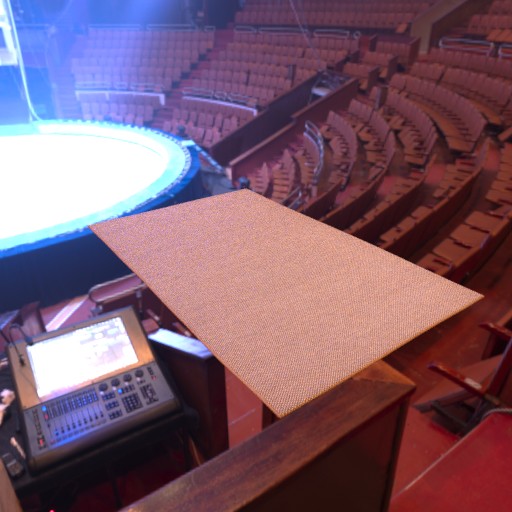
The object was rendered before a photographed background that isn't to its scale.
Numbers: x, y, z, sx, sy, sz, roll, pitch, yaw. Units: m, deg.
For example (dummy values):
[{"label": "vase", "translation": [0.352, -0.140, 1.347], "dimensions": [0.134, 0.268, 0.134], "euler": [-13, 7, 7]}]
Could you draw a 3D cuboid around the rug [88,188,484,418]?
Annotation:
[{"label": "rug", "translation": [0.000, 0.000, 2.110], "dimensions": [1.078, 0.013, 1.678], "euler": [-19, 33, -32]}]
